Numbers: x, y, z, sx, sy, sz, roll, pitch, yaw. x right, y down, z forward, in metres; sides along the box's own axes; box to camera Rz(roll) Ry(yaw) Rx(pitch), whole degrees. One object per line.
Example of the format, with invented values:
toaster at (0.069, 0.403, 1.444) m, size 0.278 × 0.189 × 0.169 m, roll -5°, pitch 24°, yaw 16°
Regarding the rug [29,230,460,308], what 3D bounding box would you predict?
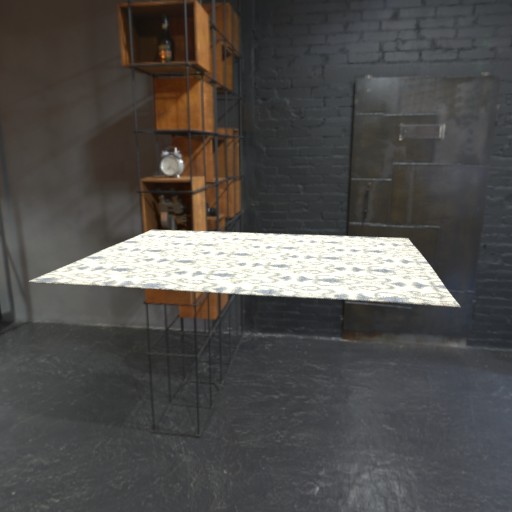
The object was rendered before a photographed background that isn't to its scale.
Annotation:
rug at (0.000, 0.000, 3.061) m, size 2.261 × 0.013 × 1.676 m, roll 2°, pitch 14°, yaw 10°
